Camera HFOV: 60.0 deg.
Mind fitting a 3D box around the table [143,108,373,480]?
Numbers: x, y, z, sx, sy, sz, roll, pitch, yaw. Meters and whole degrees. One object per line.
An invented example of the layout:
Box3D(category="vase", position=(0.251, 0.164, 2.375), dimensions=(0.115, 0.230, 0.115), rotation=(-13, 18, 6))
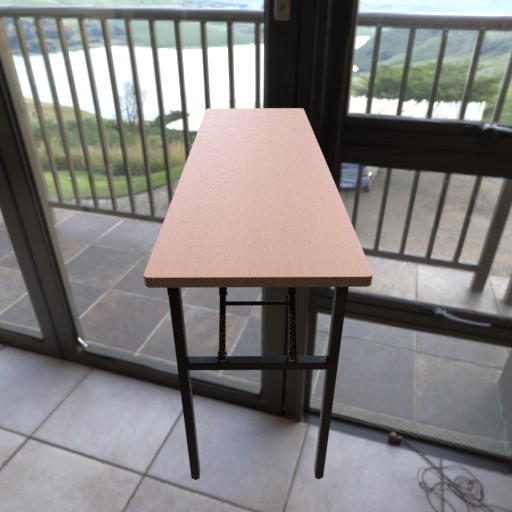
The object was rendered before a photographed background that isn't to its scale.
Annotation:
Box3D(category="table", position=(0.000, 0.000, 1.645), dimensions=(0.447, 0.750, 1.397), rotation=(0, 31, 0))
